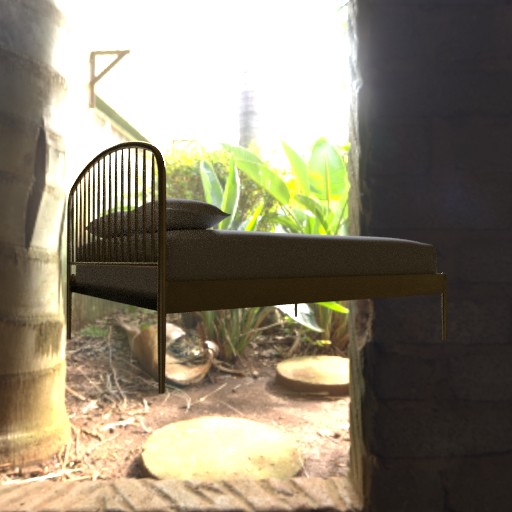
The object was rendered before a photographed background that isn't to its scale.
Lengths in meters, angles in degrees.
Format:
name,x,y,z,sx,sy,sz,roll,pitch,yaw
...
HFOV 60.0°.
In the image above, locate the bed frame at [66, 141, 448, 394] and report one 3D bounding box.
name,x,y,z,sx,sy,sz,roll,pitch,yaw
bed frame,0.000,0.000,3.119,2.152,1.175,1.612,0,-1,-36
